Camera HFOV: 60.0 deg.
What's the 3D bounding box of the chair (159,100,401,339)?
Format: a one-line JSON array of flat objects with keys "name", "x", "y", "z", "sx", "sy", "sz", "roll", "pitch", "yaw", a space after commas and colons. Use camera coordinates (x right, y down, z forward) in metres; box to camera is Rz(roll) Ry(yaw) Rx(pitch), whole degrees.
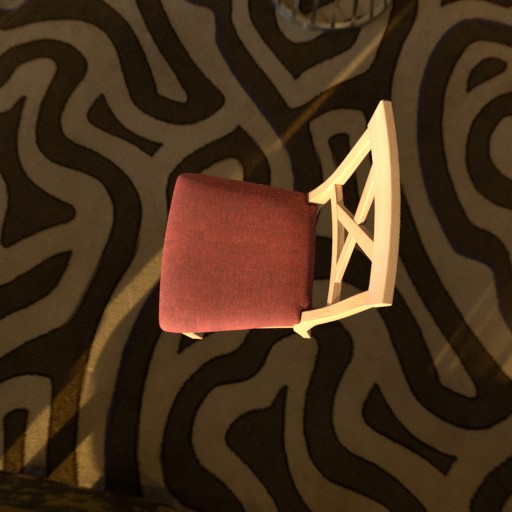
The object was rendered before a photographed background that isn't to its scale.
[{"name": "chair", "x": 0.000, "y": 0.000, "z": 1.195, "sx": 0.492, "sy": 0.912, "sz": 0.439, "roll": 4, "pitch": 76, "yaw": 1}]
